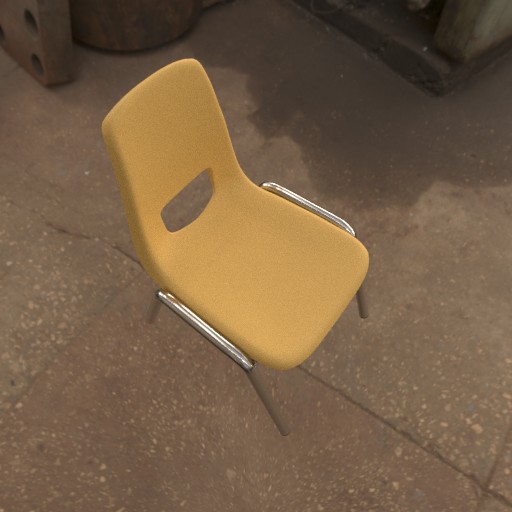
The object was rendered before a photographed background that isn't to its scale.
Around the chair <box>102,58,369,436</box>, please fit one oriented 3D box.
[{"bbox_3d":[0.000,0.000,0.819,0.423,0.586,0.354,33,64,18],"label":"chair"}]
